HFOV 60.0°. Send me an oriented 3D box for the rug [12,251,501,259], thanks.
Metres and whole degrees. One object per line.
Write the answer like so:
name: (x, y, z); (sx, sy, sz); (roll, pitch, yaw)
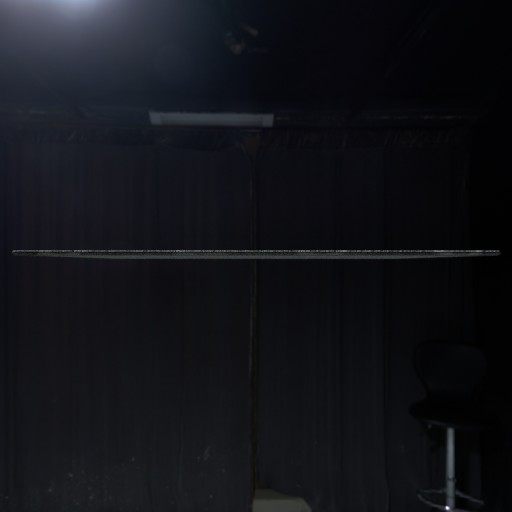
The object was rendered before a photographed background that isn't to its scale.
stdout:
rug: (0.000, 0.000, 3.325); (2.701, 0.026, 1.801); (0, -1, -1)
